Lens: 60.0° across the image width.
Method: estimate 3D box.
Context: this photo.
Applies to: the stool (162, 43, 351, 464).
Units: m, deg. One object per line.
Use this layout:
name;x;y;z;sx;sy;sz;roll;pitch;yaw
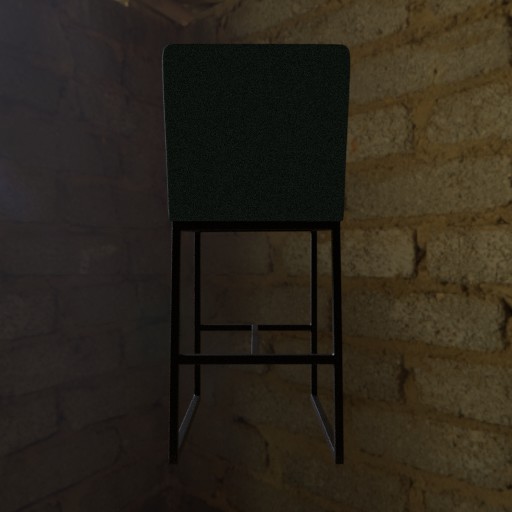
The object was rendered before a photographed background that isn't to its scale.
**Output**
stool;0.000;0.000;1.336;0.460;1.040;0.560;0;0;0
